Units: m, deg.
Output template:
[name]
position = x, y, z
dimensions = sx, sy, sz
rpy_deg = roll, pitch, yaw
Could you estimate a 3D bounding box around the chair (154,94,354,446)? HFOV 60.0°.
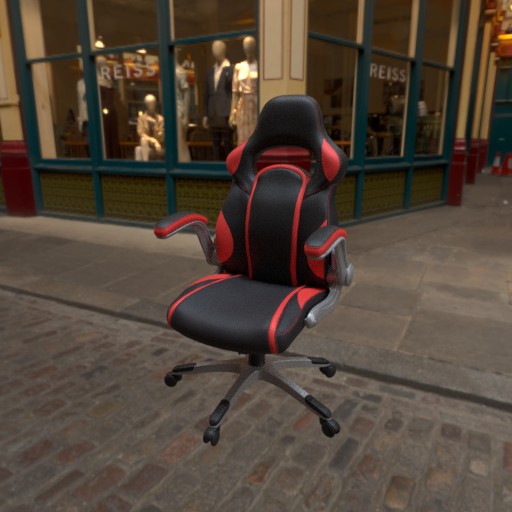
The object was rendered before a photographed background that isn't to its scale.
[chair]
position = 0.000, 0.000, 1.637
dimensions = 0.758, 1.165, 0.712
rpy_deg = 8, 18, 26
